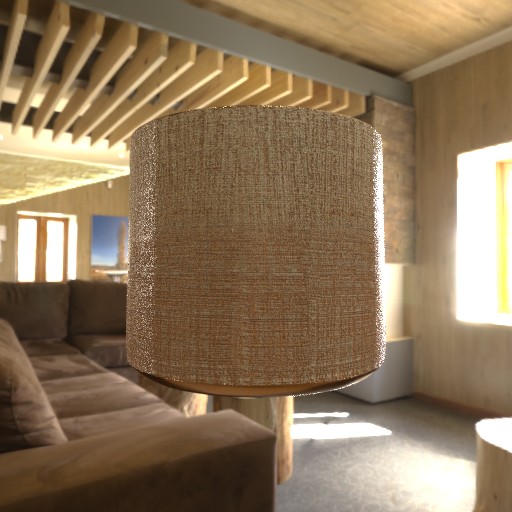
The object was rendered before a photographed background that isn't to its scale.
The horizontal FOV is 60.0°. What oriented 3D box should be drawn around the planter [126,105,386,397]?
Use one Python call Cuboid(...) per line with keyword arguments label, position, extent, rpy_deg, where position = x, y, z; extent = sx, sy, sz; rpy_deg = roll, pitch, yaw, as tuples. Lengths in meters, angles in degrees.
Cuboid(label="planter", position=(0.000, 0.000, 0.317), extent=(0.177, 0.157, 0.177), rpy_deg=(0, -1, 0))
